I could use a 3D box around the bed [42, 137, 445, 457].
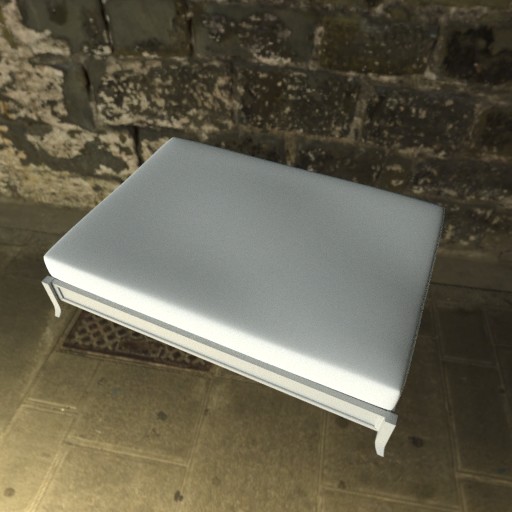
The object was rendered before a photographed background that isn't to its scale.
[{"bbox_3d":[0.000,0.000,2.654,1.985,0.510,1.460,18,48,17],"label":"bed"}]
